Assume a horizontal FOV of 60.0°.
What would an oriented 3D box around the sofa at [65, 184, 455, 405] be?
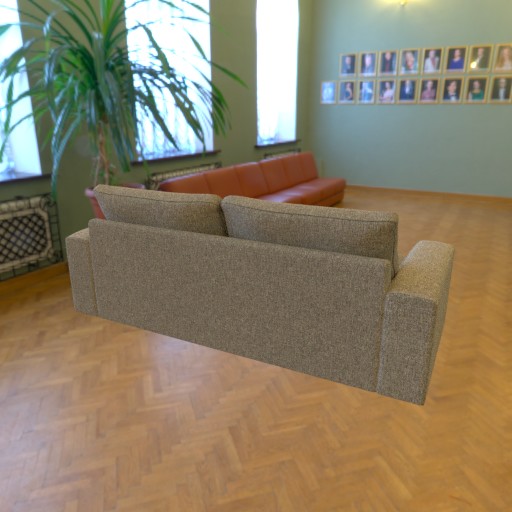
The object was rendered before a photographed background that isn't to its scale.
[{"bbox_3d":[0.000,0.000,2.876,2.299,0.922,1.040,9,20,26],"label":"sofa"}]
